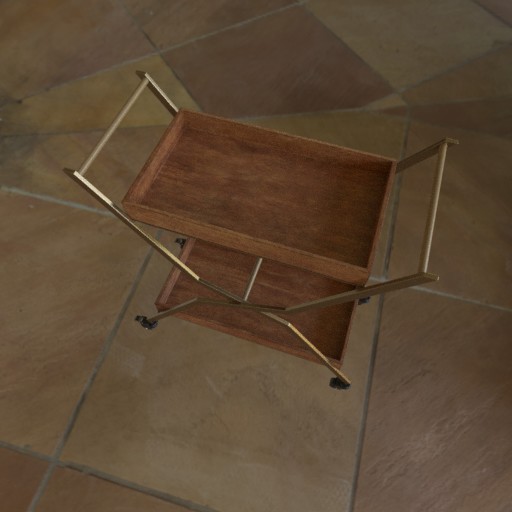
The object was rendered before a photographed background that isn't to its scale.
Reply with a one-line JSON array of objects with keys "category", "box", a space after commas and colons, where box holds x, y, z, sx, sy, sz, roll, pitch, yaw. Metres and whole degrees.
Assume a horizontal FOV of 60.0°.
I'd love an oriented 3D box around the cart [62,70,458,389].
[{"category": "cart", "box": [0.000, 0.000, 1.348, 0.836, 0.869, 0.405, 16, 61, 9]}]
